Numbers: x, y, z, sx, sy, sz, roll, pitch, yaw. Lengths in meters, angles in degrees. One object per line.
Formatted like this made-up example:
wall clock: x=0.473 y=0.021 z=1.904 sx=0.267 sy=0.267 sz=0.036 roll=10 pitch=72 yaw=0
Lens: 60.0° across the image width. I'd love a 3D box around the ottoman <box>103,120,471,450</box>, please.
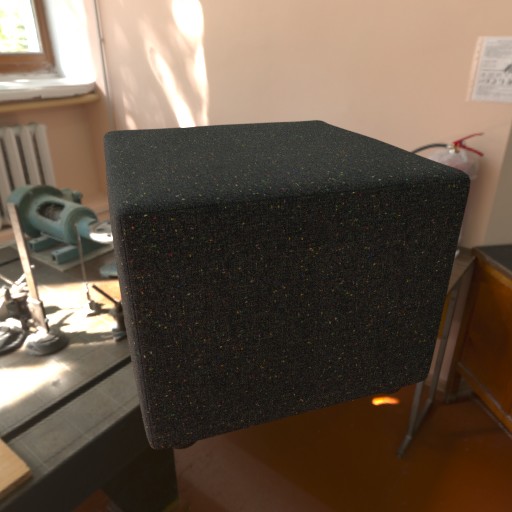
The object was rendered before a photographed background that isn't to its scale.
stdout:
ottoman: x=0.000 y=0.000 z=0.850 sx=0.508 sy=0.432 sz=0.508 roll=-8 pitch=27 yaw=-17
